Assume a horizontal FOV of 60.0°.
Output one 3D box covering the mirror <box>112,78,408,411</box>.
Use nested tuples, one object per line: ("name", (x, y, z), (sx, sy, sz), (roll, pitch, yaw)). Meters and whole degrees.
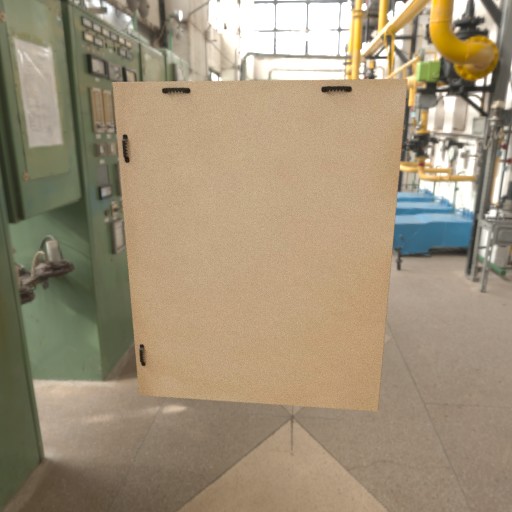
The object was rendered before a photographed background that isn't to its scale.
("mirror", (0.000, 0.000, 0.690), (0.405, 0.508, 0.041), (2, 16, 6))
